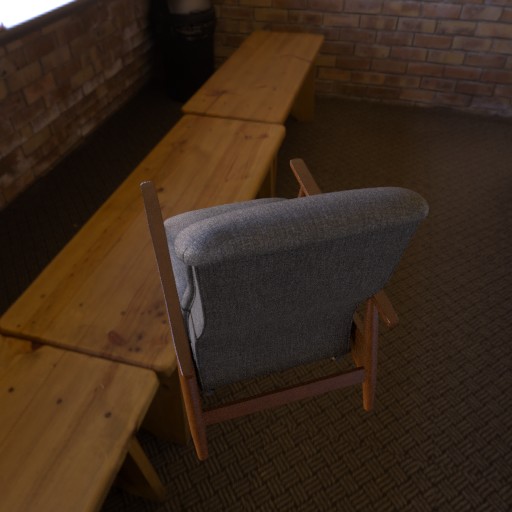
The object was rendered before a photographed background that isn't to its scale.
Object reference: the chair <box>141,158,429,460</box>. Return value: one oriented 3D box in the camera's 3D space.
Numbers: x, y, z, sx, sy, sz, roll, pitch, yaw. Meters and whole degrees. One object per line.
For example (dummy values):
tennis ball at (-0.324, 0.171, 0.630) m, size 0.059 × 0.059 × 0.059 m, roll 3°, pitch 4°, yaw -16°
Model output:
chair at (0.000, 0.000, 1.737) m, size 0.762 × 1.082 × 1.030 m, roll -11°, pitch 44°, yaw -12°
